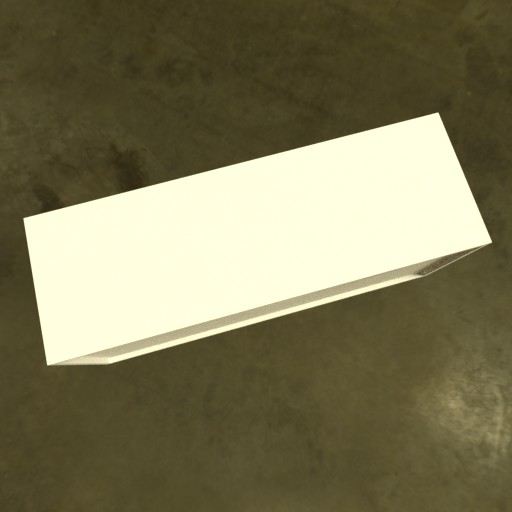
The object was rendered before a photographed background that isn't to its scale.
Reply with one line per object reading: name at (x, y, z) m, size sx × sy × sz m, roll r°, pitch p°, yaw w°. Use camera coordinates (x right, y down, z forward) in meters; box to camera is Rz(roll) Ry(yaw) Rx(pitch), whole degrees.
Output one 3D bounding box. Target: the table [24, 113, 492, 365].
table at (0.000, 0.000, 1.870) m, size 1.500 × 0.769 × 0.508 m, roll -15°, pitch 77°, yaw -4°
